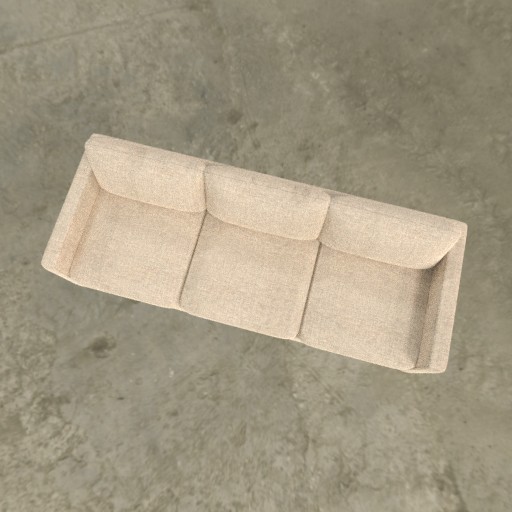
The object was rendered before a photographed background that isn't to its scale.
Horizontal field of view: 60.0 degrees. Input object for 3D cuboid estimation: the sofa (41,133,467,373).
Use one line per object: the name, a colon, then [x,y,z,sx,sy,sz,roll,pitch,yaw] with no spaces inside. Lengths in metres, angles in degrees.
sofa: [0.000,0.000,2.634,2.218,0.874,0.859,14,76,4]
